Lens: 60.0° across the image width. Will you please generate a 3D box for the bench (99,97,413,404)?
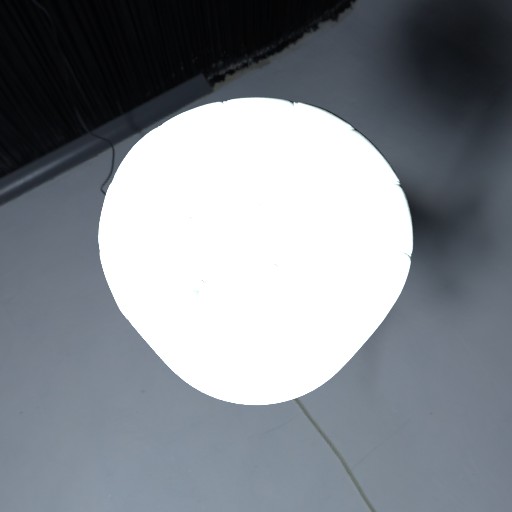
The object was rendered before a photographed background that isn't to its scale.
[{"bbox_3d":[0.000,0.000,1.005,0.600,0.453,0.600,0,65,0],"label":"bench"}]
